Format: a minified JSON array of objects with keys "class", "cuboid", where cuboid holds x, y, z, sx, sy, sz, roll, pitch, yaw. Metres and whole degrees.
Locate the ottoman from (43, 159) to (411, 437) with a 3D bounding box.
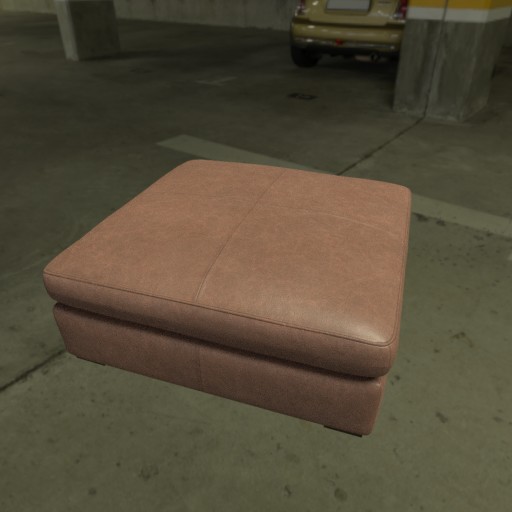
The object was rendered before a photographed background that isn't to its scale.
[{"class":"ottoman","cuboid":[0.000,0.000,1.840,1.168,0.490,1.168,10,34,16]}]
